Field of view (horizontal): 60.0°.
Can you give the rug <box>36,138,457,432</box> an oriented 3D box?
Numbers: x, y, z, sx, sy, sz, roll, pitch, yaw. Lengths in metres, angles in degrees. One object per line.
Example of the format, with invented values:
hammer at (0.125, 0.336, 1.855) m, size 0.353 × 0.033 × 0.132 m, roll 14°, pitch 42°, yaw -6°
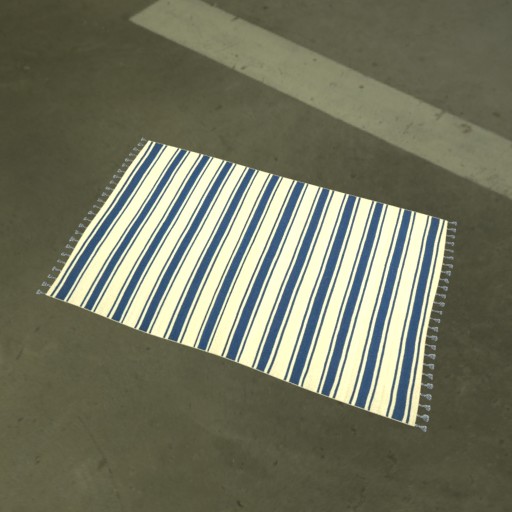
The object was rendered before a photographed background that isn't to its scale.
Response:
rug at (0.000, 0.000, 2.505) m, size 2.108 × 0.009 × 1.248 m, roll 17°, pitch 60°, yaw 10°
